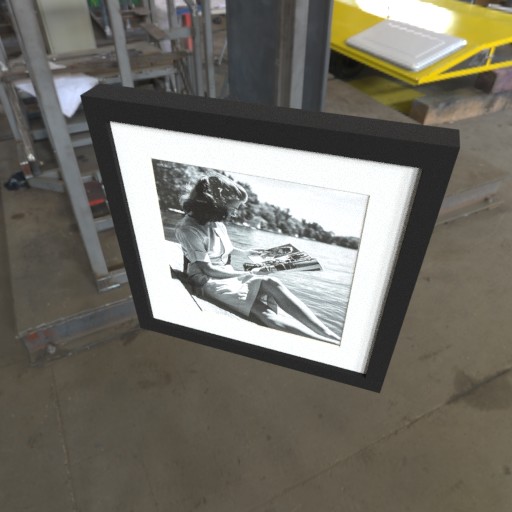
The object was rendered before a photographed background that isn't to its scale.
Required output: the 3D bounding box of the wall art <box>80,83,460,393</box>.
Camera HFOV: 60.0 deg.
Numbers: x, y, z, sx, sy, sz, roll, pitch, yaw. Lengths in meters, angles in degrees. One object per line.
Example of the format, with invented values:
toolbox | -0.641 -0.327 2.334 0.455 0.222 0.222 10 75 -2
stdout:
wall art | 0.000 0.000 0.454 0.308 0.305 0.030 12 42 14
